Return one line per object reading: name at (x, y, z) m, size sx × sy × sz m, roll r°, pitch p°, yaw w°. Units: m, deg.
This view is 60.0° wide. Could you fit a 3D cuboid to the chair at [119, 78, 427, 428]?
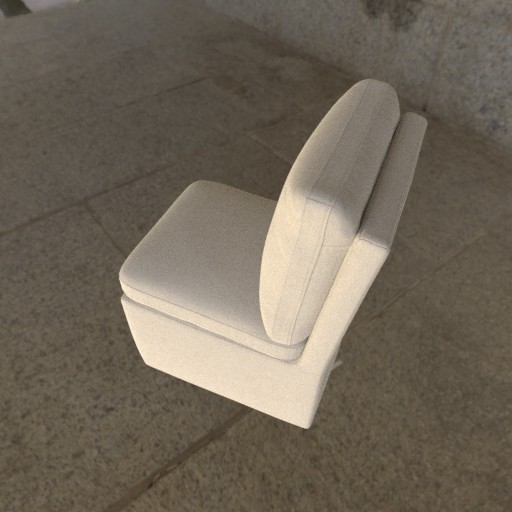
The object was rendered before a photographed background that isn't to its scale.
chair at (0.000, 0.000, 1.279) m, size 0.698 × 0.927 × 0.503 m, roll 17°, pitch 49°, yaw 15°
